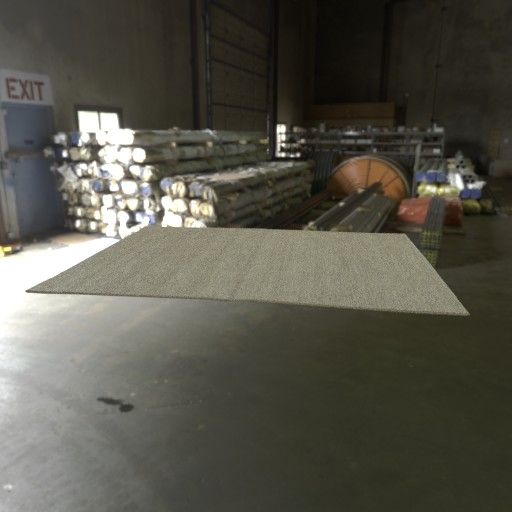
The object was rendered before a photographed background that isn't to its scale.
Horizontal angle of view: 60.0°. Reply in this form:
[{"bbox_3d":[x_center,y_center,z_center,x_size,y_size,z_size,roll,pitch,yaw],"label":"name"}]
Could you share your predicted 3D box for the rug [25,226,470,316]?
[{"bbox_3d":[0.000,0.000,4.842,3.626,0.051,2.757,2,16,8],"label":"rug"}]
